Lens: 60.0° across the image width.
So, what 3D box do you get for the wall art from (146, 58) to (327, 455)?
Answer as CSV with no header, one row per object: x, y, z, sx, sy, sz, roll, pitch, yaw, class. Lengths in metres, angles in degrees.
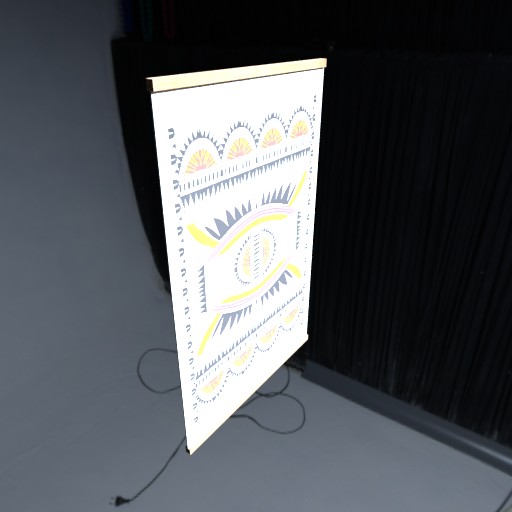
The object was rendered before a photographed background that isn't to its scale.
0.000,0.000,1.944,0.028,1.533,0.999,19,33,32,wall art
